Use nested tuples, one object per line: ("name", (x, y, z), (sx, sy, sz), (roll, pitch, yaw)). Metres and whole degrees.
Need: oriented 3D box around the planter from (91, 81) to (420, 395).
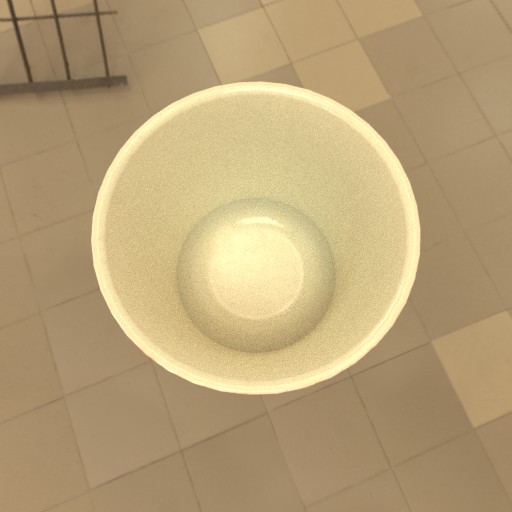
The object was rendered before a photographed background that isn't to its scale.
("planter", (0.000, 0.000, 0.329), (0.192, 0.148, 0.192), (0, 75, 0))
